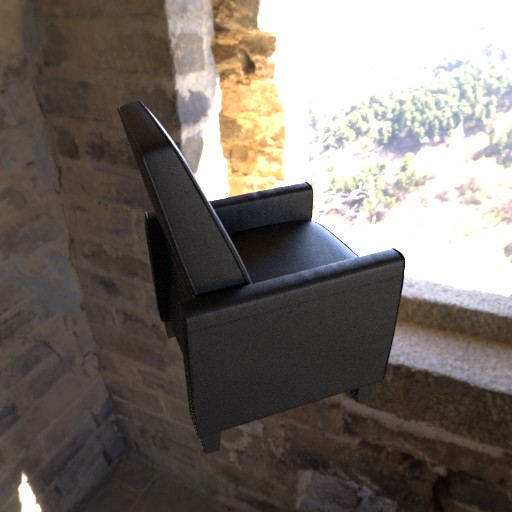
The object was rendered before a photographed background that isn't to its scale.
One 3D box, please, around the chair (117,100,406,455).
[{"bbox_3d":[0.000,0.000,1.539,0.746,1.013,0.705,-11,32,-18],"label":"chair"}]
